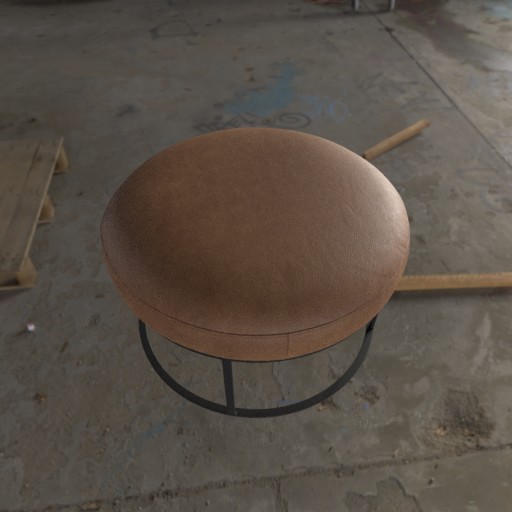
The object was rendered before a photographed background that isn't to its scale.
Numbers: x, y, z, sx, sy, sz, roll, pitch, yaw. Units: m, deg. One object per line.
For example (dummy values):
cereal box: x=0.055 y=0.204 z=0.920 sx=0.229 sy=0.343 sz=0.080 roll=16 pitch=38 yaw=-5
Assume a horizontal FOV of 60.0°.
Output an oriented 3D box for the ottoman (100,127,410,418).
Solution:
ottoman: x=0.000 y=0.000 z=1.249 sx=0.771 sy=0.460 sz=0.771 roll=0 pitch=46 yaw=0
